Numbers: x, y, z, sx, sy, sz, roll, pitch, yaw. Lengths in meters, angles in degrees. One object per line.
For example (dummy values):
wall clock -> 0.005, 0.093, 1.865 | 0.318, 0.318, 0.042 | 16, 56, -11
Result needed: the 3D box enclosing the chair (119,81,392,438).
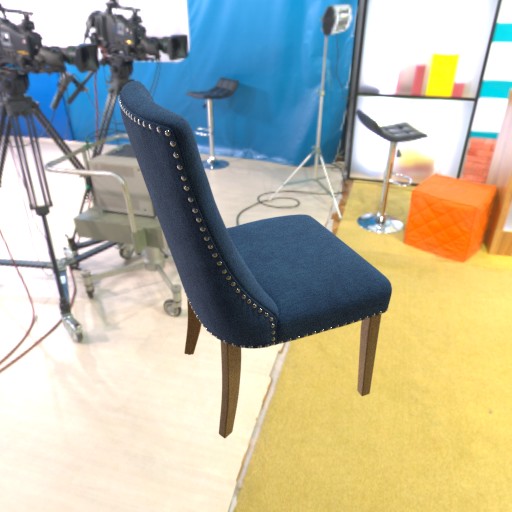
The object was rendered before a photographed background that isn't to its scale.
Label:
chair -> 0.000, 0.000, 1.249 | 0.610, 0.902, 0.495 | -12, 32, -19
